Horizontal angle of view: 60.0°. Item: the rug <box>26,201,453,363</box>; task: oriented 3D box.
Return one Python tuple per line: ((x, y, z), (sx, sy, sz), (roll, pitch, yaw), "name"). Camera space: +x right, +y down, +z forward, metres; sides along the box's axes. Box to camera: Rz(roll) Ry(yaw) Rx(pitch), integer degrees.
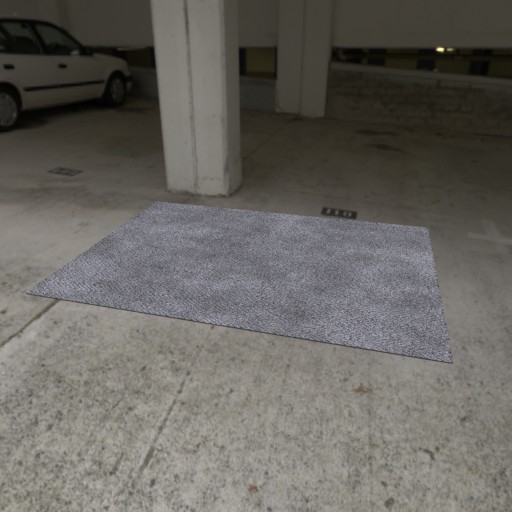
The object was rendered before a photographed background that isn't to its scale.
((0.000, 0.000, 2.900), (2.235, 0.008, 1.600), (7, 27, 14), "rug")
